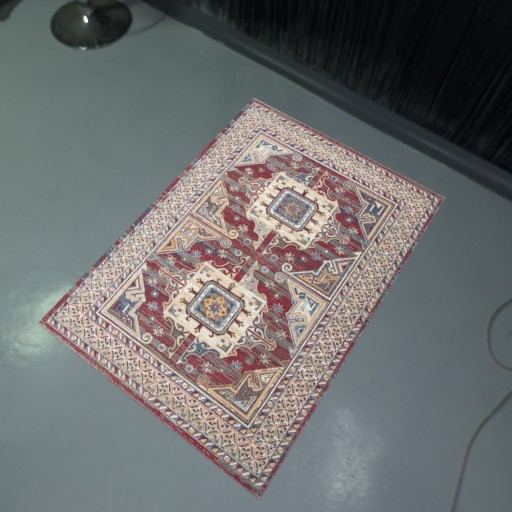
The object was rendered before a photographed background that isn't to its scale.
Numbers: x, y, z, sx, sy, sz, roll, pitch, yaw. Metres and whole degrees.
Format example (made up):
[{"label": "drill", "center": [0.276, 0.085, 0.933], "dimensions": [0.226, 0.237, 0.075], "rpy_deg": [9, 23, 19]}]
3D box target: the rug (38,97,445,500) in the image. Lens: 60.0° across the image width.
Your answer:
[{"label": "rug", "center": [0.000, 0.000, 2.822], "dimensions": [1.599, 0.011, 2.210], "rpy_deg": [32, 68, 15]}]
